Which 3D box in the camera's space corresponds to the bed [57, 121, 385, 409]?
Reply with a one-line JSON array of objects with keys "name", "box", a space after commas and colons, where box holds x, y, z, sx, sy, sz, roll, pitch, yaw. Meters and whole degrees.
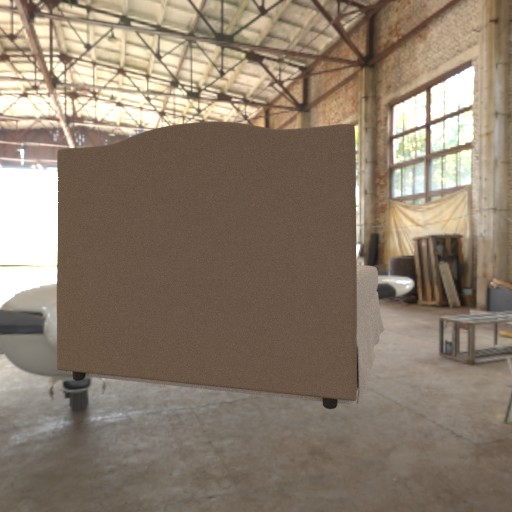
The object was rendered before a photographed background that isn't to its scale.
[{"name": "bed", "box": [0.000, 0.000, 3.399, 1.821, 1.436, 2.282, 0, 1, 18]}]
